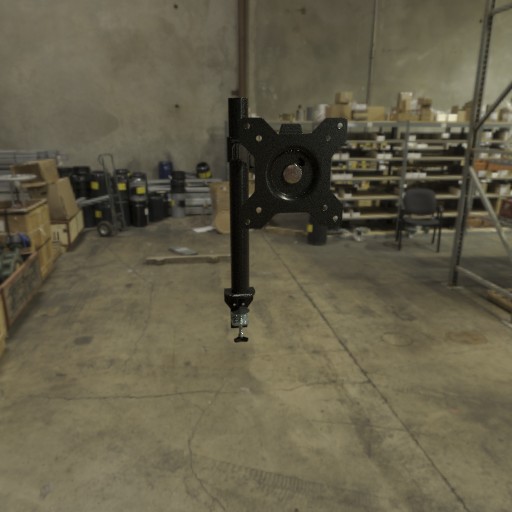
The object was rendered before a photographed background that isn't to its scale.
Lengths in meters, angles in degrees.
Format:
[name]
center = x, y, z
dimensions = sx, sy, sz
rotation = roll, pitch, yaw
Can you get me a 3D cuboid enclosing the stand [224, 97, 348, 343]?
[stand]
center = 0.000, 0.000, 0.729
dimensions = 0.115, 0.510, 0.456
rotation = -3, 17, -10
